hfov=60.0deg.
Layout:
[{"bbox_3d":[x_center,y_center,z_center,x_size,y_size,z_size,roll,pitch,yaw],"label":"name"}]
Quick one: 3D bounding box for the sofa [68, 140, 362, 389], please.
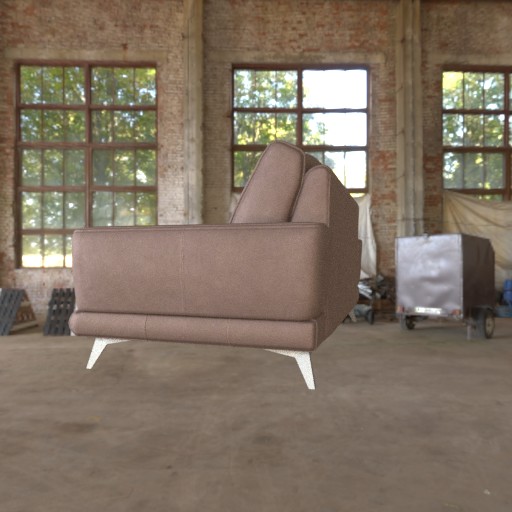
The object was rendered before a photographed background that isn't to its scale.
[{"bbox_3d":[0.000,0.000,2.427,1.018,0.907,1.806,0,0,18],"label":"sofa"}]
